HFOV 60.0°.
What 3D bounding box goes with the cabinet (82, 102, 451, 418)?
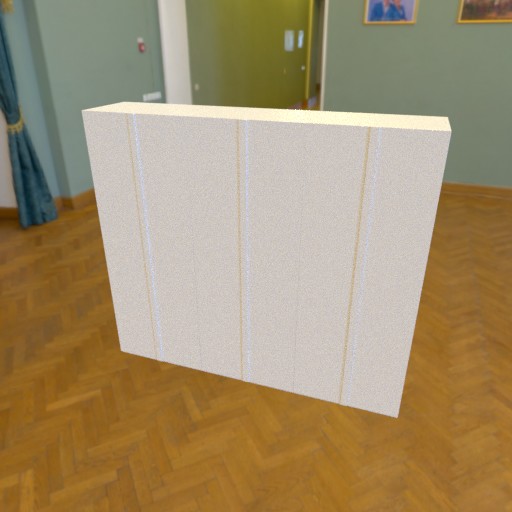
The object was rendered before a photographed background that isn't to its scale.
[{"bbox_3d":[0.000,0.000,3.836,2.700,2.370,0.590,9,27,17],"label":"cabinet"}]
